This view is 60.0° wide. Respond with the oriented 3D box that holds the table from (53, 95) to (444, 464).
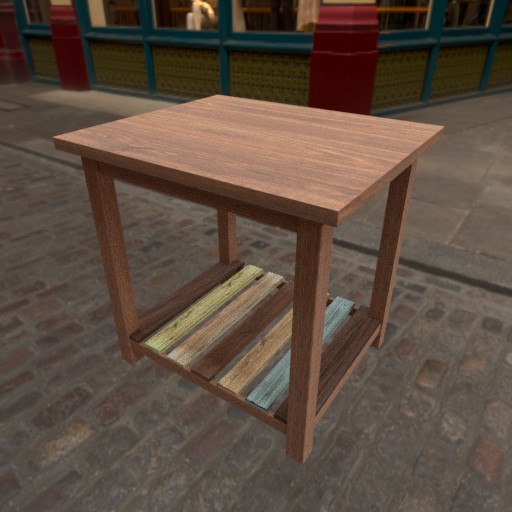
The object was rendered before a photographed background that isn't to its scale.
[{"bbox_3d":[0.000,0.000,1.135,0.660,0.635,0.559,19,35,29],"label":"table"}]
